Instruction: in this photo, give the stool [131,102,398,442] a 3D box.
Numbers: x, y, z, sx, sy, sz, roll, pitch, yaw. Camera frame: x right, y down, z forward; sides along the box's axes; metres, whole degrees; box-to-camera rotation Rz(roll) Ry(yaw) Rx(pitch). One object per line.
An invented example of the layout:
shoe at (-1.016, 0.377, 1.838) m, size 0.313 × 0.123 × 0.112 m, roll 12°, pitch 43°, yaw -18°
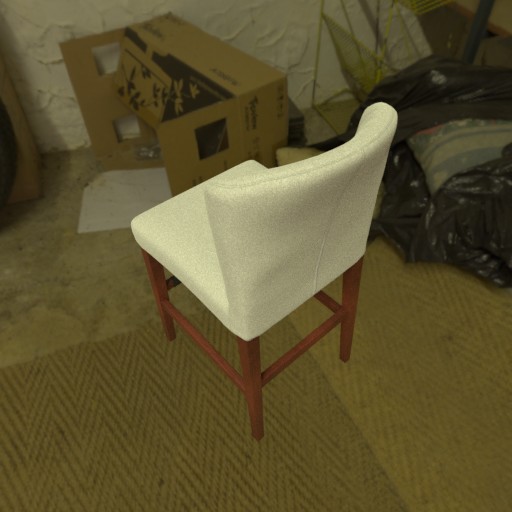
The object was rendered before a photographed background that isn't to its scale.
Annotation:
stool at (0.000, 0.000, 1.267) m, size 0.479 × 0.968 × 0.568 m, roll -33°, pitch 54°, yaw -28°
